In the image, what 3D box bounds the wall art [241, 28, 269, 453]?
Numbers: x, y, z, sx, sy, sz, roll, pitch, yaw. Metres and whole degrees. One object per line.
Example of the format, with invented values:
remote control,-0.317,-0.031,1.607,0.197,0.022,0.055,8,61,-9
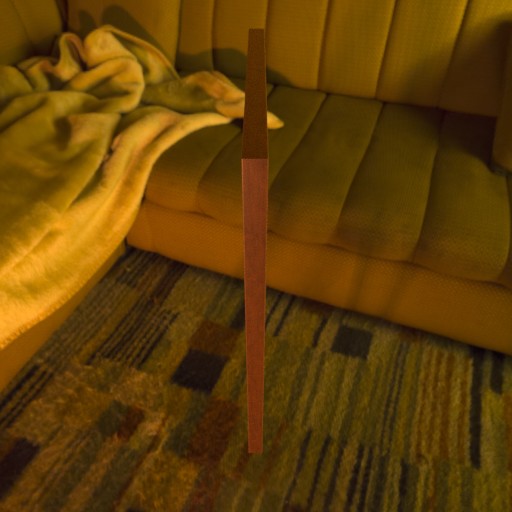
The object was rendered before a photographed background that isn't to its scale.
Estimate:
wall art,0.000,0.000,1.140,0.037,0.914,0.610,0,42,0
